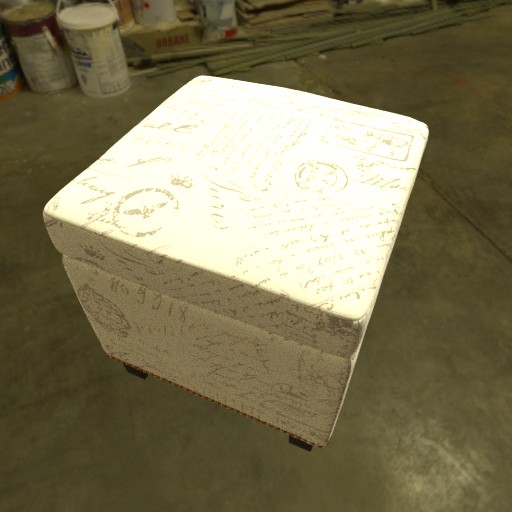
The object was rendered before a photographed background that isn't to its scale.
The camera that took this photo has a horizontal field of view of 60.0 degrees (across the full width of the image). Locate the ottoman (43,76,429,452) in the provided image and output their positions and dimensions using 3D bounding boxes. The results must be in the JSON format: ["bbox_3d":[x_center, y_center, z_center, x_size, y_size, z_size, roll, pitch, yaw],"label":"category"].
[{"bbox_3d":[0.000,0.000,0.805,0.449,0.457,0.450,18,50,16],"label":"ottoman"}]
